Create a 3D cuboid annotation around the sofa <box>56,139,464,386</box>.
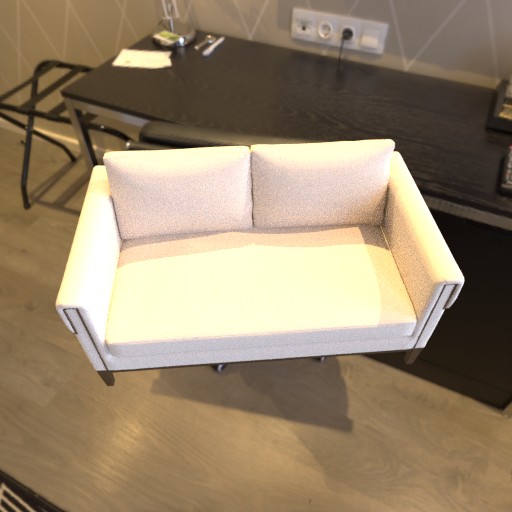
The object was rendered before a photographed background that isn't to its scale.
[{"bbox_3d":[0.000,0.000,2.152,1.598,0.873,0.905,-3,48,-3],"label":"sofa"}]
